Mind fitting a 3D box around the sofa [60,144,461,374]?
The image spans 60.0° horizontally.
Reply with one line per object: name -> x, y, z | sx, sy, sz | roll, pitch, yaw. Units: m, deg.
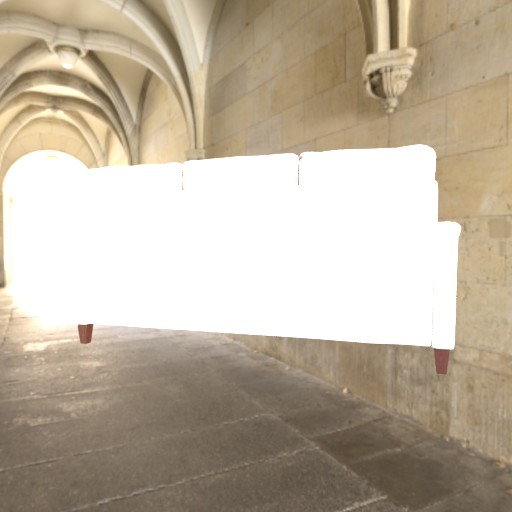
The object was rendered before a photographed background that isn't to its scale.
sofa -> 0.000, 0.000, 2.379 | 1.925, 0.961, 0.828 | 0, 2, 18
